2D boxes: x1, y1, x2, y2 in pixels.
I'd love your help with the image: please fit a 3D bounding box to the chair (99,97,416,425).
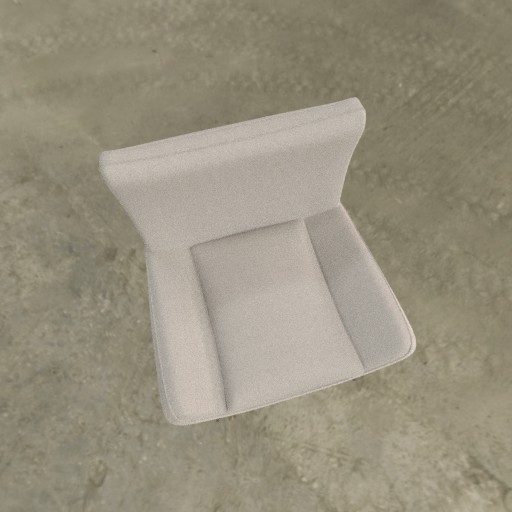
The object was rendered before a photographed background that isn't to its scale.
[{"bbox_3d":[0.000,0.000,1.630,0.859,0.855,1.008,-14,64,-7],"label":"chair"}]
